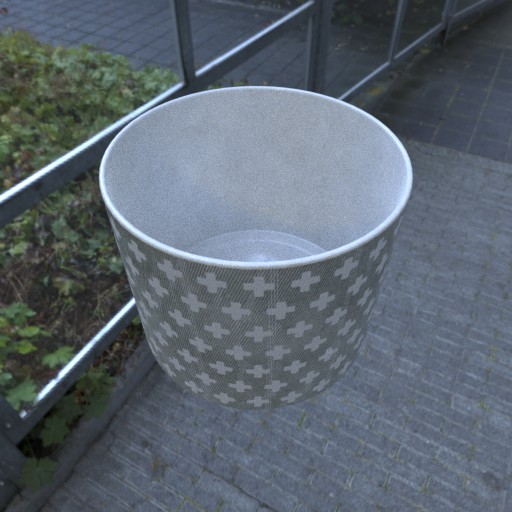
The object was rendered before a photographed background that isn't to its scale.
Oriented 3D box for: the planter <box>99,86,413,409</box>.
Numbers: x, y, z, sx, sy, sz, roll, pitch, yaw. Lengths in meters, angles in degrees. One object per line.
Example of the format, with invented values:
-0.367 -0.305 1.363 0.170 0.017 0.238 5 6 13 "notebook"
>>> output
0.000 0.000 0.448 0.250 0.239 0.250 0 46 0 "planter"
